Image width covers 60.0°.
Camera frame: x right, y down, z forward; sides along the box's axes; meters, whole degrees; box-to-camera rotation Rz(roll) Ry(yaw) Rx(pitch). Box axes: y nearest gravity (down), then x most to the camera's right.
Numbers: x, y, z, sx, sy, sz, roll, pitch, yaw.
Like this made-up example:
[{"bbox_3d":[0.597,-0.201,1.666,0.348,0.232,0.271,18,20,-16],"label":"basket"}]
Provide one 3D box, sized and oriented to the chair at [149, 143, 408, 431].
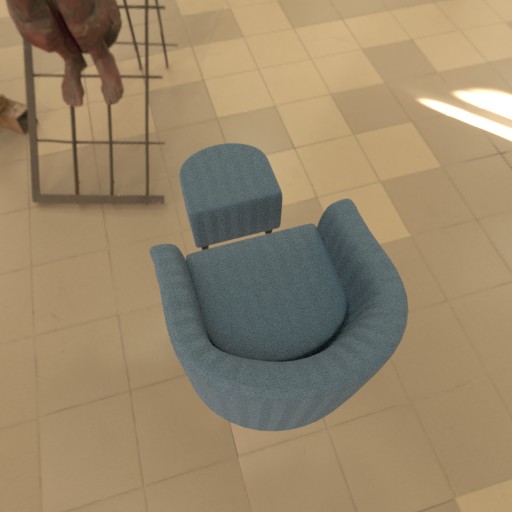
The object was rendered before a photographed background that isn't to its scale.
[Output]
[{"bbox_3d":[0.000,0.000,1.729,0.756,0.757,1.288,-14,60,-9],"label":"chair"}]
